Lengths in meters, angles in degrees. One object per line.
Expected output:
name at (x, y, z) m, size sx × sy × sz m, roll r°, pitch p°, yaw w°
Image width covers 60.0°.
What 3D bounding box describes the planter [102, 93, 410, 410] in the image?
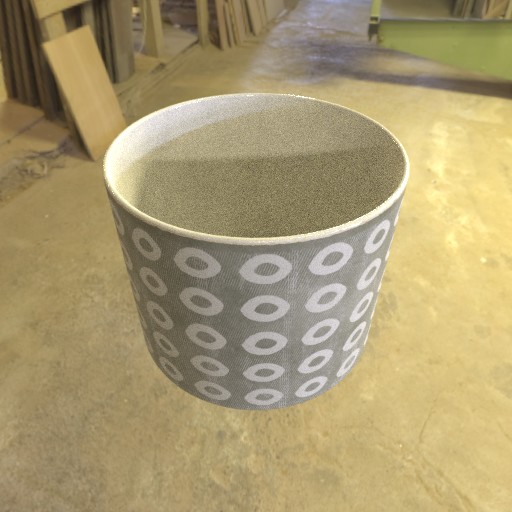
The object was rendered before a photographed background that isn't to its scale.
planter at (0.000, 0.000, 0.449) m, size 0.250 × 0.239 × 0.250 m, roll 0°, pitch 41°, yaw 0°
